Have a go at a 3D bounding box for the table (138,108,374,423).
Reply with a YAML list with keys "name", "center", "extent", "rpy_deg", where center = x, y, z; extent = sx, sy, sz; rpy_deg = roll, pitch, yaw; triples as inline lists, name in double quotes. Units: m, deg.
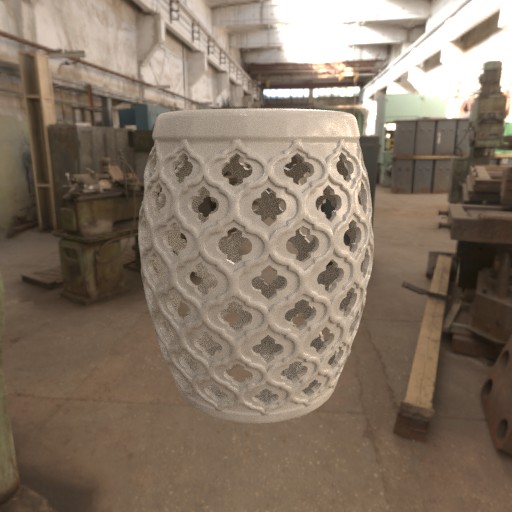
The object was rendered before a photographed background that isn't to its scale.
- name: "table"
  center: [0.000, 0.000, 0.638]
  extent: [0.325, 0.388, 0.325]
  rpy_deg: [0, 15, 0]
